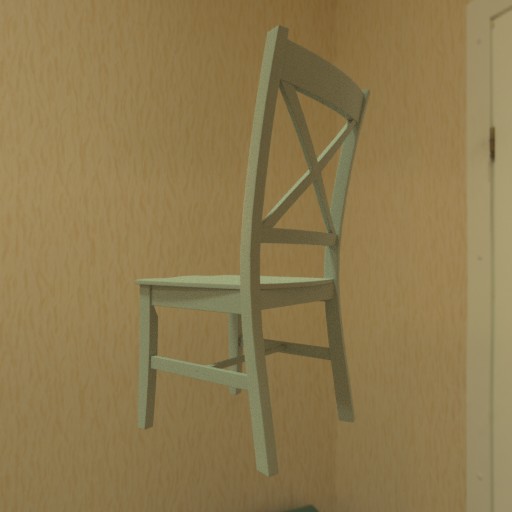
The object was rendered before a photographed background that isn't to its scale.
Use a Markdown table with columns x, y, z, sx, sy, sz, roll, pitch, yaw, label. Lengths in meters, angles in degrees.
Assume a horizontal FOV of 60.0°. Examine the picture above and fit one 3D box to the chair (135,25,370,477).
| x | y | z | sx | sy | sz | roll | pitch | yaw | label |
| --- | --- | --- | --- | --- | --- | --- | --- | --- | --- |
| 0.000 | 0.000 | 1.283 | 0.542 | 0.983 | 0.485 | 0 | 0 | 37 | chair |
